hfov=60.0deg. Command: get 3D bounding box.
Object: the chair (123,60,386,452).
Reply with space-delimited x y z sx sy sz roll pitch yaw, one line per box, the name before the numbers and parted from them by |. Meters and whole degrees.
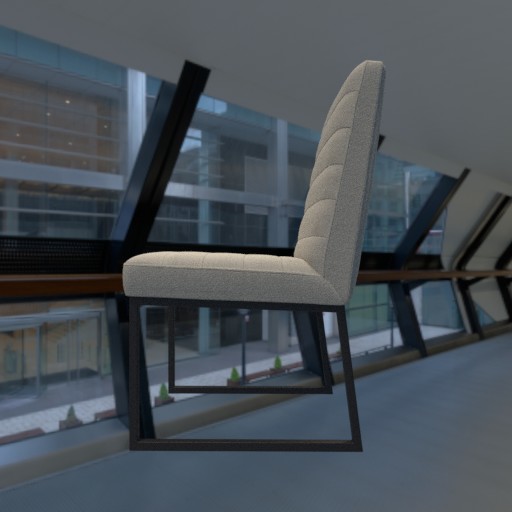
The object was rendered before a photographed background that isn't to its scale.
chair | 0.000 0.000 1.284 0.634 0.930 0.520 0 0 1
